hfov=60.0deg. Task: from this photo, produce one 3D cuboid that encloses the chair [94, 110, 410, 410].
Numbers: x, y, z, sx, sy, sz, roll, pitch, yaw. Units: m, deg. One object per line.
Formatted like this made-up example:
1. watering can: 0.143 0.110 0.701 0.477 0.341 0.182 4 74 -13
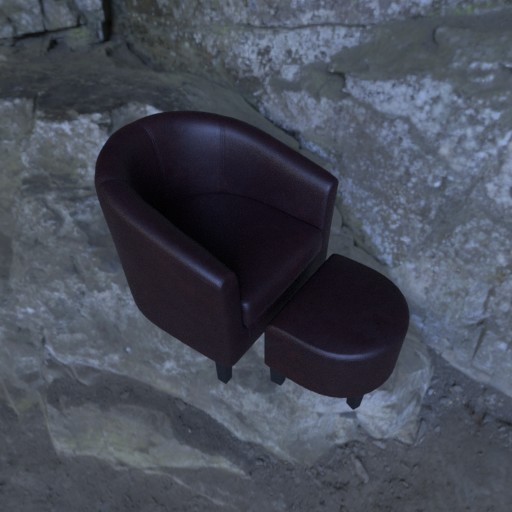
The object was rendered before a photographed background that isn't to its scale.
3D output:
1. chair: 0.000 0.000 1.651 1.176 0.755 0.737 26 47 26
